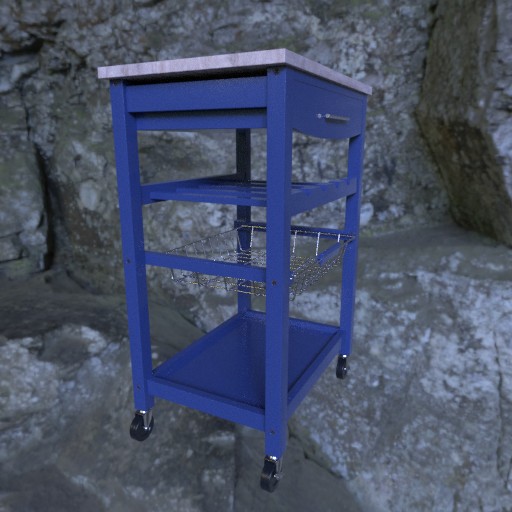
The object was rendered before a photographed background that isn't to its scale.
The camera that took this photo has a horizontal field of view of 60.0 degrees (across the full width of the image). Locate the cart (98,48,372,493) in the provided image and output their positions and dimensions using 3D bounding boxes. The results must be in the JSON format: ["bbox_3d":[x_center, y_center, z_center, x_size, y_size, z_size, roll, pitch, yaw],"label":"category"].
[{"bbox_3d":[0.000,0.000,1.119,0.403,0.839,0.584,7,16,26],"label":"cart"}]
